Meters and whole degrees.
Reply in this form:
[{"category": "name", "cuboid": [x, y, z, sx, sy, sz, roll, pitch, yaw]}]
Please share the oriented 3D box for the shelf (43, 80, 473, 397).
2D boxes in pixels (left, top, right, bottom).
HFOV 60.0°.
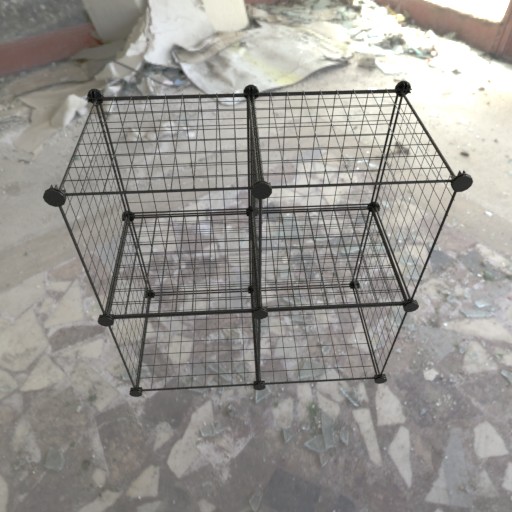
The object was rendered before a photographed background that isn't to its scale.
[{"category": "shelf", "cuboid": [0.000, 0.000, 1.101, 0.711, 0.711, 0.356, -2, 46, -2]}]
